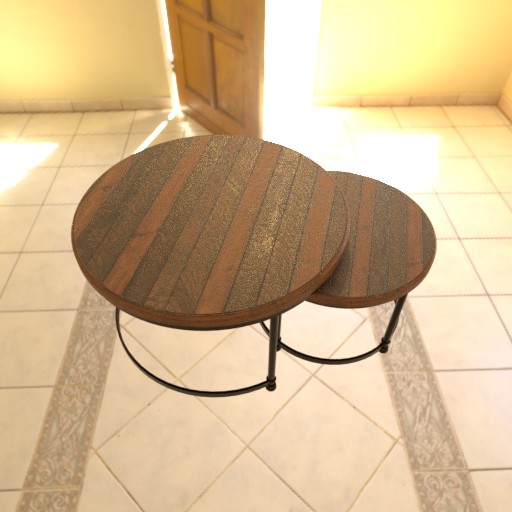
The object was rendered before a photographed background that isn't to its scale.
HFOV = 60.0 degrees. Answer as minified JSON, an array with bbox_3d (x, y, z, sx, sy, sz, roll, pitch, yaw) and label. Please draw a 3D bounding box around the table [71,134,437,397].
[{"bbox_3d":[0.000,0.000,1.614,1.152,0.516,0.870,-8,47,-8],"label":"table"}]
